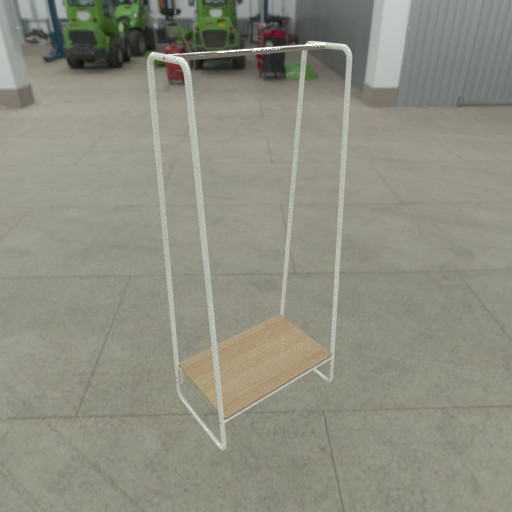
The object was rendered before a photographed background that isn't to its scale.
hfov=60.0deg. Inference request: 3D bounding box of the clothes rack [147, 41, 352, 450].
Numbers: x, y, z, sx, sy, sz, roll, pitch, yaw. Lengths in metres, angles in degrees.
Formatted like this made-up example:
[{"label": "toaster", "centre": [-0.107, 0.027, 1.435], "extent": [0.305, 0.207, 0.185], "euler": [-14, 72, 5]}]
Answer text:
[{"label": "clothes rack", "centre": [0.000, 0.000, 1.757], "extent": [0.640, 1.500, 0.400], "euler": [-21, 36, -32]}]
